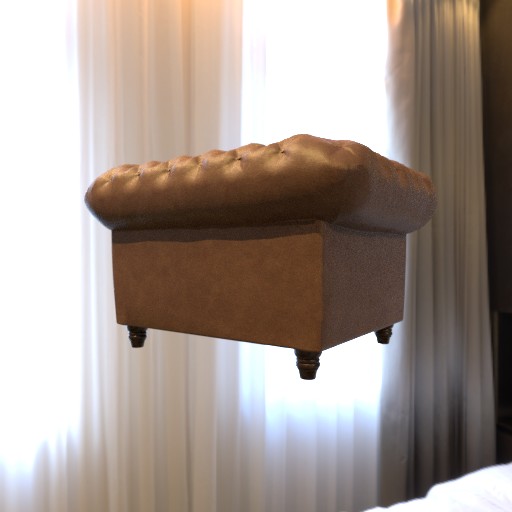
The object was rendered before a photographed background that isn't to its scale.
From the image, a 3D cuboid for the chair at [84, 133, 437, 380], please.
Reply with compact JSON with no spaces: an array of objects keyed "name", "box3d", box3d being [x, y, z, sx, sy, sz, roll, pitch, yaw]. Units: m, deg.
[{"name":"chair","box3d":[0.000,0.000,1.916,1.298,0.784,0.954,0,0,36]}]
